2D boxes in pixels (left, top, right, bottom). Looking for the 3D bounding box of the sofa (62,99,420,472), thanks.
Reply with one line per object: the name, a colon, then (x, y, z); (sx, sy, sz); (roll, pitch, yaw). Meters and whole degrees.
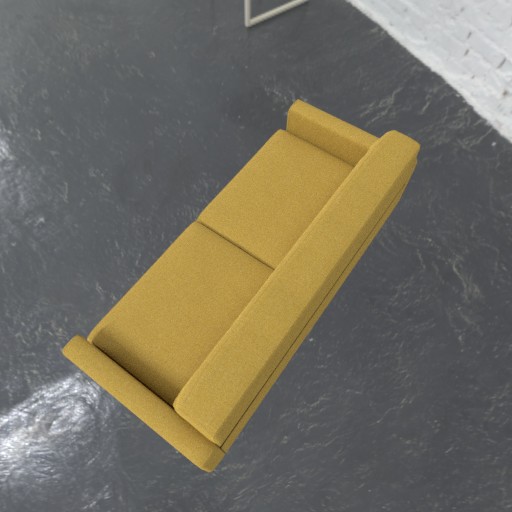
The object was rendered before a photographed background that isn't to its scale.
sofa: (0.000, 0.000, 2.479); (0.909, 0.841, 2.029); (32, 67, 16)
